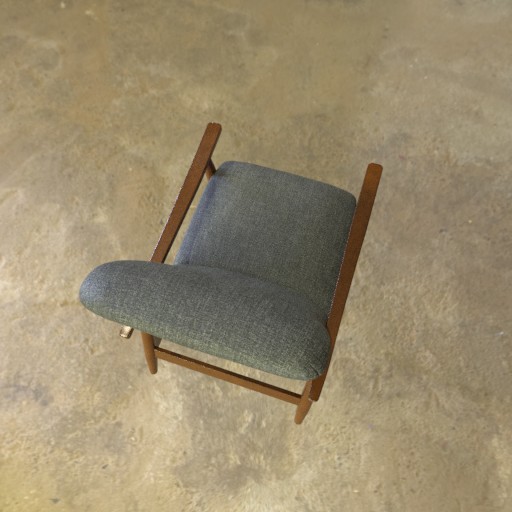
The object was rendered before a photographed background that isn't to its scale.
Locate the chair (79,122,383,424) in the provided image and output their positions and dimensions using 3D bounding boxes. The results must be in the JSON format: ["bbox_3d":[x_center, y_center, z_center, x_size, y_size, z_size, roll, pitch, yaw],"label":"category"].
[{"bbox_3d":[0.000,0.000,1.728,0.762,1.082,1.030,16,65,8],"label":"chair"}]
